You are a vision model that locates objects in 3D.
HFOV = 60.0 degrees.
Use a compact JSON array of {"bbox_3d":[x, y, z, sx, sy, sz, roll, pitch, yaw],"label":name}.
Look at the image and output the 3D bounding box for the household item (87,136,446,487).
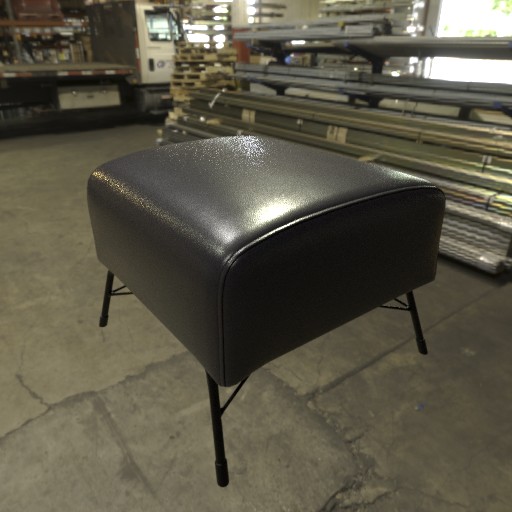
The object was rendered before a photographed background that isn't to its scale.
[{"bbox_3d":[0.000,0.000,0.902,0.530,0.410,0.530,-19,32,-33],"label":"household item"}]
